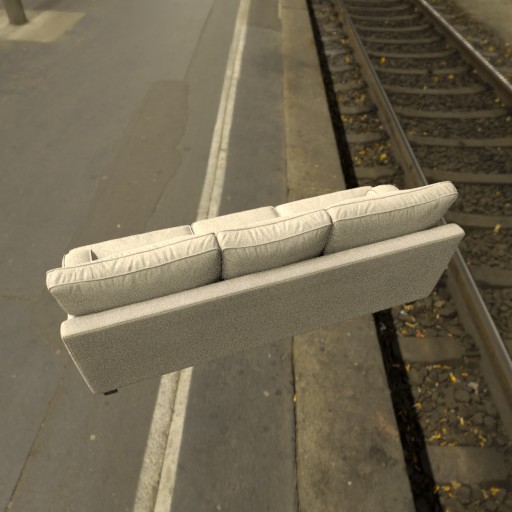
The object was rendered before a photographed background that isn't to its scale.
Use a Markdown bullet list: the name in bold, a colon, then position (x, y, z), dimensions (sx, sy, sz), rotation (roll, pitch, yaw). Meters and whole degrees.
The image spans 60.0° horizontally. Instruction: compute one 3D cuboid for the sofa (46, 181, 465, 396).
- **sofa**: position (0.000, 0.000, 2.872), dimensions (2.323, 0.991, 1.016), rotation (-14, 44, -14)
